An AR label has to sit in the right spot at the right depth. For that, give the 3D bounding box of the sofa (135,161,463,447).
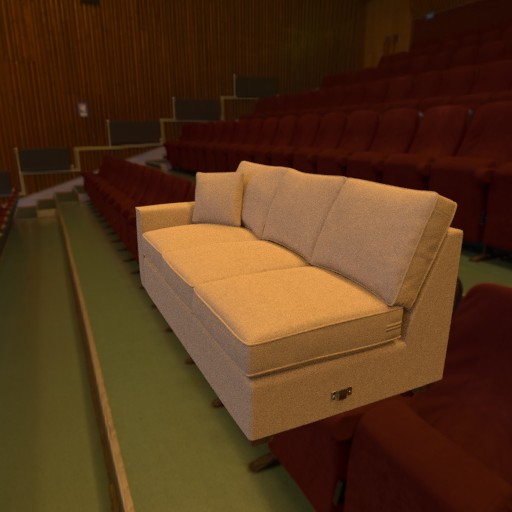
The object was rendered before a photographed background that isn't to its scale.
[{"bbox_3d":[0.000,0.000,2.565,1.034,0.946,1.962,-8,18,-25],"label":"sofa"}]
